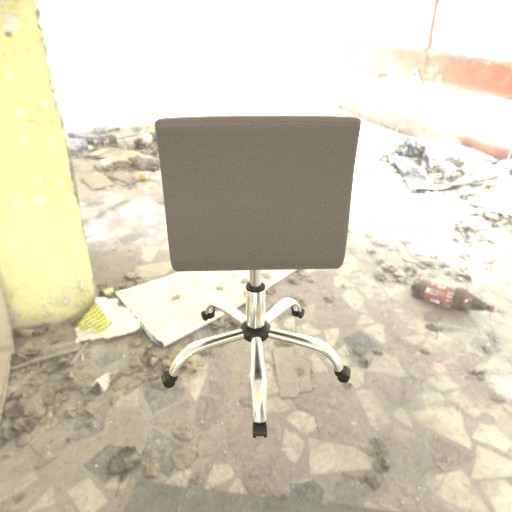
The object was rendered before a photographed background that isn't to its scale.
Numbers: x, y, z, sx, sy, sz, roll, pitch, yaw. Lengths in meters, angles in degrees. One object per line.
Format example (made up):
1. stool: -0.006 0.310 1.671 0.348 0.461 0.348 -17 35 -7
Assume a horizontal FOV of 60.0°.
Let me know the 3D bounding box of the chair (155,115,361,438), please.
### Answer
1. chair: 0.000 0.000 1.157 0.556 0.780 0.530 -1 30 -2
